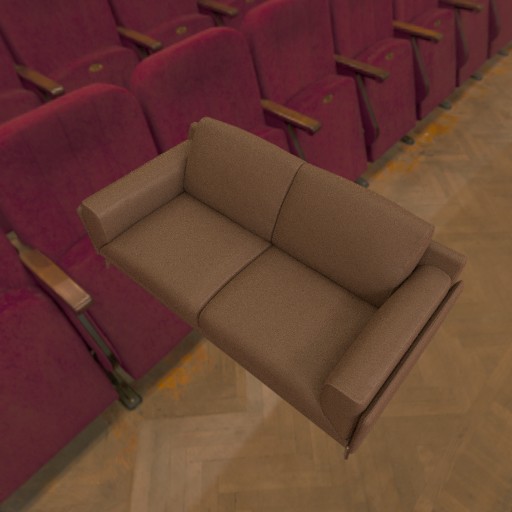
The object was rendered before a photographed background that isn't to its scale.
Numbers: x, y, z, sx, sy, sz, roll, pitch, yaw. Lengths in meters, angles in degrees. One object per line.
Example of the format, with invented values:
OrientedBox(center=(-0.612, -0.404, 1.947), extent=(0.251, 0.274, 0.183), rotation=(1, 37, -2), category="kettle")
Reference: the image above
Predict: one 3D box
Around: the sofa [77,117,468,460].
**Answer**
OrientedBox(center=(0.000, 0.000, 2.649), extent=(2.101, 0.930, 1.049), rotation=(32, 55, 26), category="sofa")
